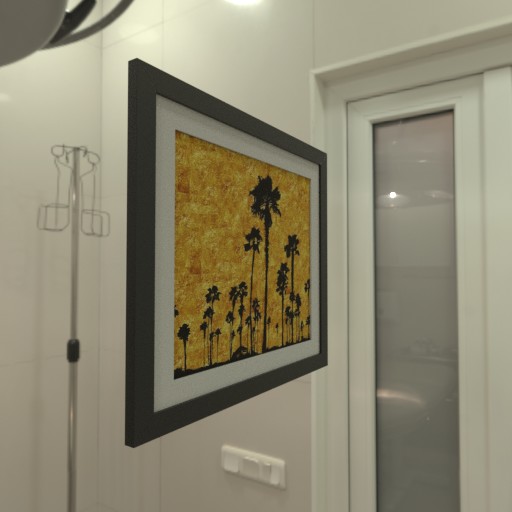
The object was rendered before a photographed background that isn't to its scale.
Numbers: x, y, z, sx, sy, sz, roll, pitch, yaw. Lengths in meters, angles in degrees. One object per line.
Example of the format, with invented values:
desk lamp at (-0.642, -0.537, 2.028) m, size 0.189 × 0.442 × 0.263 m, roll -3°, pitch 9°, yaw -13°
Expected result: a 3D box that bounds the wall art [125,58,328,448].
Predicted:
wall art at (0.000, 0.000, 0.537) m, size 0.012 × 0.332 × 0.383 m, roll -1°, pitch -2°, yaw 34°
